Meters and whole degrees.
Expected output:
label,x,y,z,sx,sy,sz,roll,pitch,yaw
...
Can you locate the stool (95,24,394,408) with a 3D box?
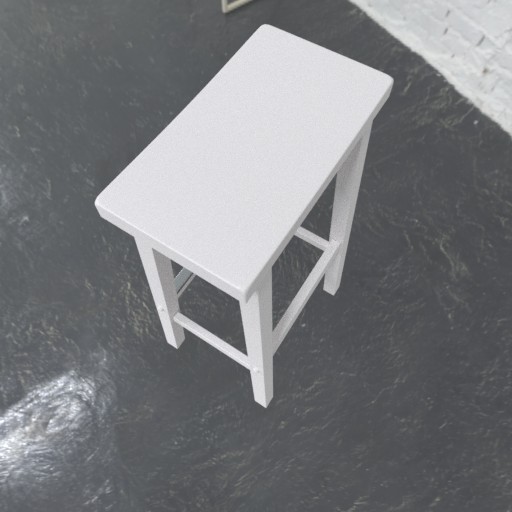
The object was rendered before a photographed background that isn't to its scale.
label,x,y,z,sx,sy,sz,roll,pitch,yaw
stool,0.000,0.000,0.936,0.322,0.742,0.406,30,67,14
